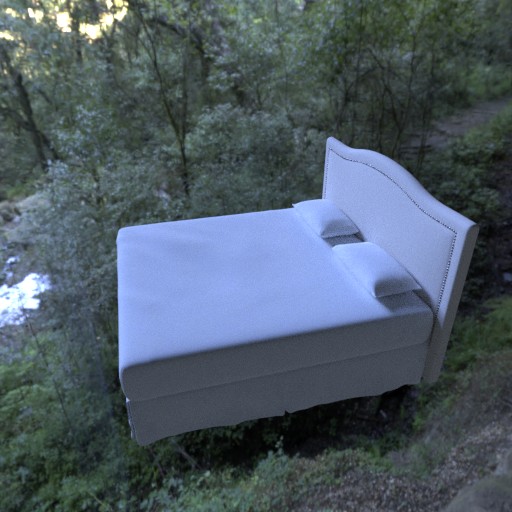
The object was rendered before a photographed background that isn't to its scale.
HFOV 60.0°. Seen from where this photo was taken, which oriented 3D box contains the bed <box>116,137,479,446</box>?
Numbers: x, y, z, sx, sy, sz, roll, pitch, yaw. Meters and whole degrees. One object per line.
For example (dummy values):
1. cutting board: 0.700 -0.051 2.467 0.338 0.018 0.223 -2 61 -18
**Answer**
1. bed: 0.000 0.000 3.508 2.182 1.421 2.083 -8 30 -13
